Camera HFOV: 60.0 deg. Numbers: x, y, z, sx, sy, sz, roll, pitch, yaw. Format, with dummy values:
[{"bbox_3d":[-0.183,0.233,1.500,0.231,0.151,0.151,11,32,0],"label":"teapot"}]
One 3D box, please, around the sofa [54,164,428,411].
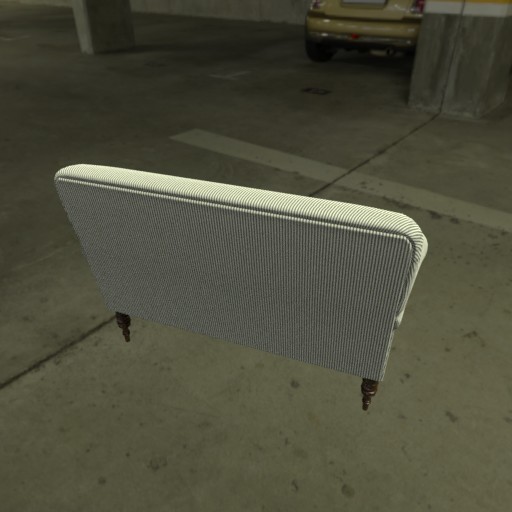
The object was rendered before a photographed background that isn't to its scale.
[{"bbox_3d":[0.000,0.000,1.829,1.297,0.889,0.779,11,35,17],"label":"sofa"}]
